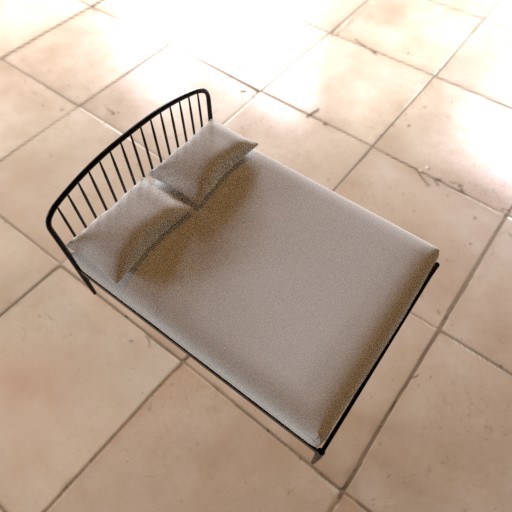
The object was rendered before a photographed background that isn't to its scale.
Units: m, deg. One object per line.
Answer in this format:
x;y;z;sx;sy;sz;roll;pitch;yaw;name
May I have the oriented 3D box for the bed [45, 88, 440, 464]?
0.000;0.000;3.134;2.159;1.166;1.618;32;64;18;bed
